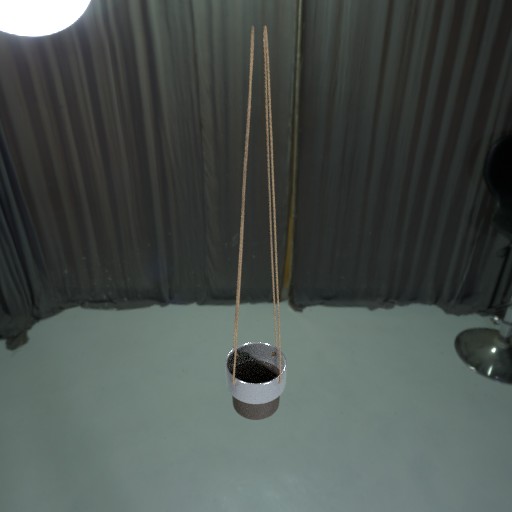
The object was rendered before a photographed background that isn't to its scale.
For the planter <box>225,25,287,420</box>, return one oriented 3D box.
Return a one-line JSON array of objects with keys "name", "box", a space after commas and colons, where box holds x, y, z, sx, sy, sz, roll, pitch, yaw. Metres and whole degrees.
[{"name": "planter", "box": [0.000, 0.000, 1.163, 0.187, 1.073, 0.187, -1, 29, -2]}]
